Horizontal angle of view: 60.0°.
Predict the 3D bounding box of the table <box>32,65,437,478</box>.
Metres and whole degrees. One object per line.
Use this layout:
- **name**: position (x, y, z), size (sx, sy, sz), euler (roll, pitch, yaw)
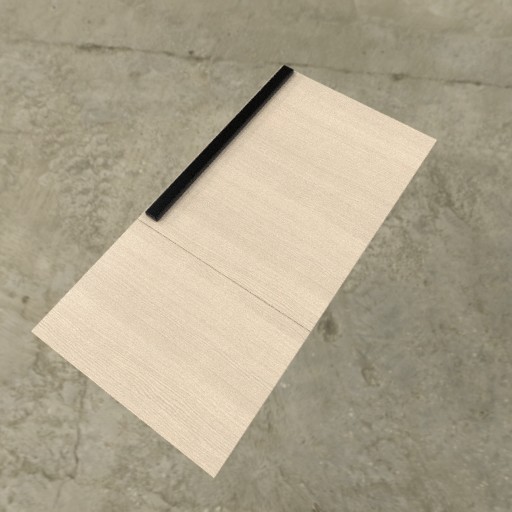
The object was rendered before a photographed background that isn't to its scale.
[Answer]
- **table**: position (0.000, 0.000, 0.794), size (0.322, 0.242, 0.644), euler (32, 68, 15)
